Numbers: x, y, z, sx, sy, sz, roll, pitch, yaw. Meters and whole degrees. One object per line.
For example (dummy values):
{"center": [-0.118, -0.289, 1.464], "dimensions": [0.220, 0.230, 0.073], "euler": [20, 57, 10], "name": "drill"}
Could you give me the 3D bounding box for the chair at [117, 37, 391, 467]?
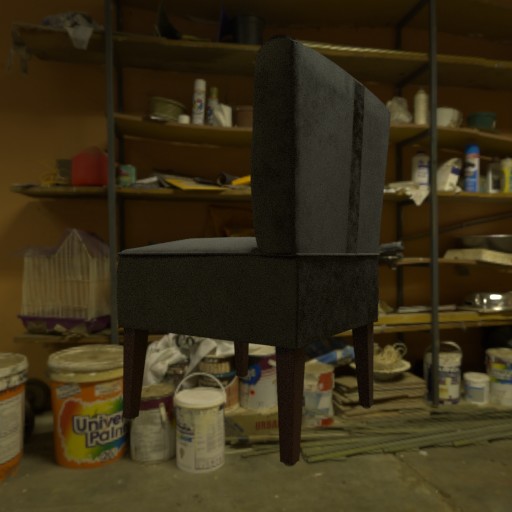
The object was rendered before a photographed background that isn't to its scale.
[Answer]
{"center": [0.000, 0.000, 1.142], "dimensions": [0.554, 0.806, 0.521], "euler": [0, 0, 36], "name": "chair"}
